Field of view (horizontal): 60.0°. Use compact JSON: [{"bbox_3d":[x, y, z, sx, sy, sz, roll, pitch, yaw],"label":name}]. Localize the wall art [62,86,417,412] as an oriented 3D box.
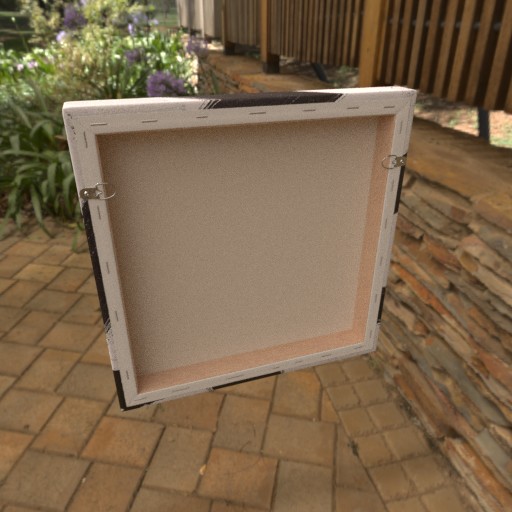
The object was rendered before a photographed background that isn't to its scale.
[{"bbox_3d":[0.000,0.000,0.738,0.507,0.508,0.050,-9,29,-16],"label":"wall art"}]
